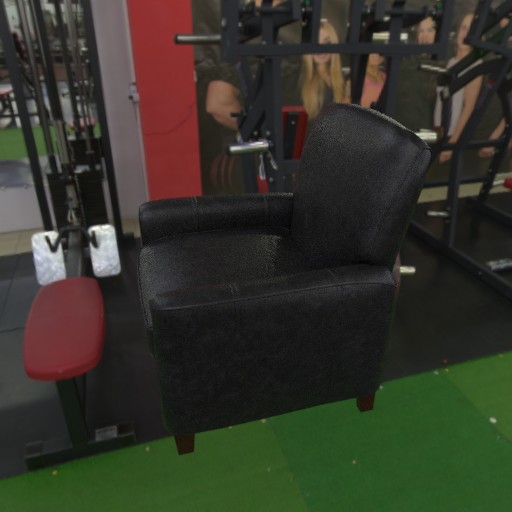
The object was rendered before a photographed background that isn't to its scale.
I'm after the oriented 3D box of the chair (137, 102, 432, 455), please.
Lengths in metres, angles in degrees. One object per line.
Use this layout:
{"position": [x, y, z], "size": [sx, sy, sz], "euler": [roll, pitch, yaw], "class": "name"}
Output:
{"position": [0.000, 0.000, 1.638], "size": [0.864, 1.014, 0.848], "euler": [-8, 29, -14], "class": "chair"}
